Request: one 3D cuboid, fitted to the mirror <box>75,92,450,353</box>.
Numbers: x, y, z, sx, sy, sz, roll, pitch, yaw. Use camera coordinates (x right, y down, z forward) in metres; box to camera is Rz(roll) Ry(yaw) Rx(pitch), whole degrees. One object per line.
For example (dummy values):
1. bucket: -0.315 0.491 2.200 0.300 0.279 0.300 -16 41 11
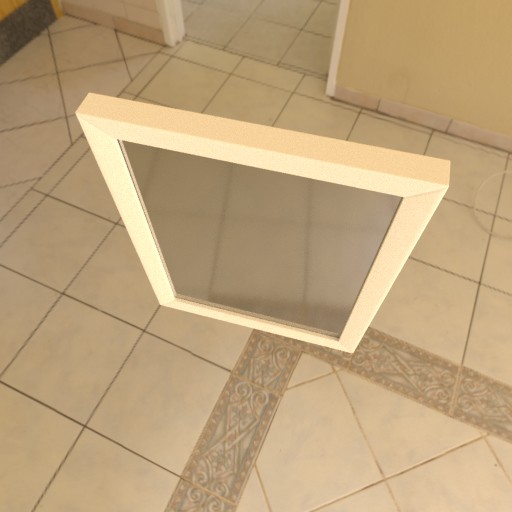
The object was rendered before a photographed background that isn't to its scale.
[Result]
1. mirror: 0.000 0.000 0.692 0.405 0.508 0.041 13 60 8
